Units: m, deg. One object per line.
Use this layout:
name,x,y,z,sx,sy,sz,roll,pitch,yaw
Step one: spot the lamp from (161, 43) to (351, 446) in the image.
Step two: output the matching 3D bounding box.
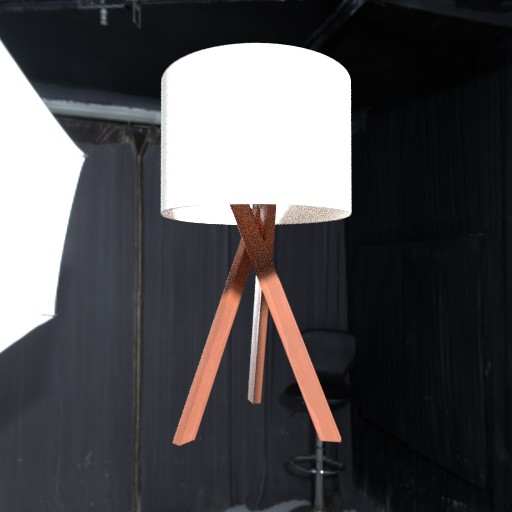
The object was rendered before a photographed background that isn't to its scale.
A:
lamp,0.000,0.000,0.905,0.380,0.686,0.380,0,-1,-18
